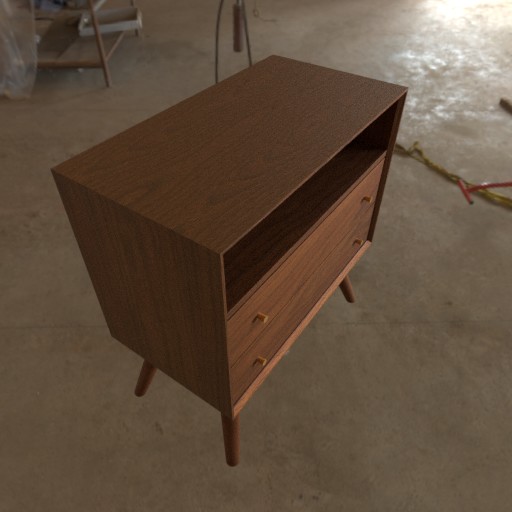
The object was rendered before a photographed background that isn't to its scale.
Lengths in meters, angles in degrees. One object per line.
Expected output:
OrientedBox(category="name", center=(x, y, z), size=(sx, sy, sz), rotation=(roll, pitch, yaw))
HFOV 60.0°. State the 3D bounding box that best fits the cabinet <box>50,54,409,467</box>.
OrientedBox(category="cabinet", center=(0.000, 0.000, 1.165), size=(0.388, 0.748, 0.712), rotation=(26, 49, 25))
